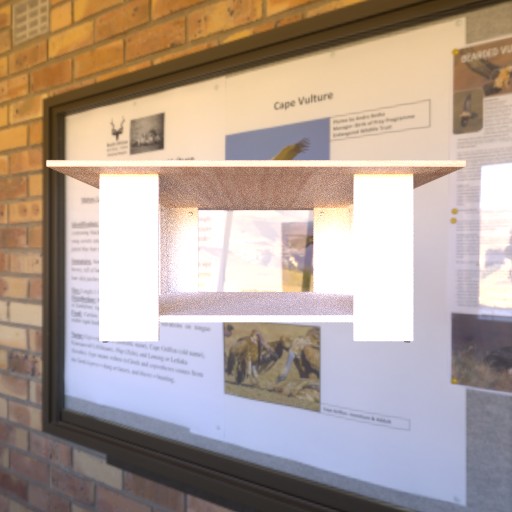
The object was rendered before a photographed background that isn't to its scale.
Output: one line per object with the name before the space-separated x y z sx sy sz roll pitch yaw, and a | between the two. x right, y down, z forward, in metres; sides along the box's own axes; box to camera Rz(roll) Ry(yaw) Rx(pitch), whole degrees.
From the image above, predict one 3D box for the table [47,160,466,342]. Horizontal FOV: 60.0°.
table | 0.000 0.000 1.042 0.670 0.305 0.670 0 0 0
